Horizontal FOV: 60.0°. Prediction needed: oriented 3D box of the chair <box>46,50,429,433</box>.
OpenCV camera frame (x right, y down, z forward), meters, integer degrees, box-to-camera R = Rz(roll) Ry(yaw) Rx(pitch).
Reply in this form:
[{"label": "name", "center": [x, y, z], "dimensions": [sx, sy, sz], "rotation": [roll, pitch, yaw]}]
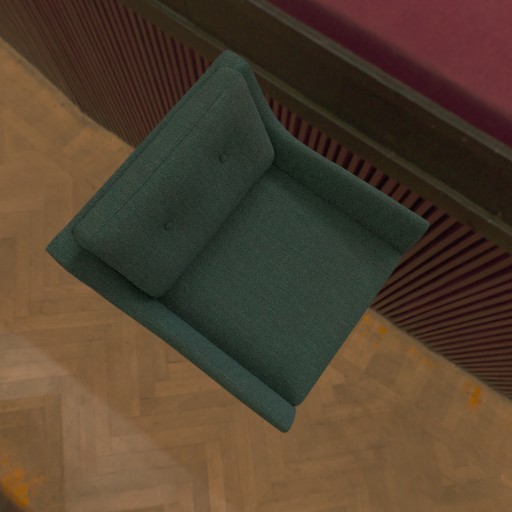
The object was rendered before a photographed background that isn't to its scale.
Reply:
[{"label": "chair", "center": [0.000, 0.000, 1.555], "dimensions": [0.849, 0.828, 0.847], "rotation": [36, 78, 9]}]
